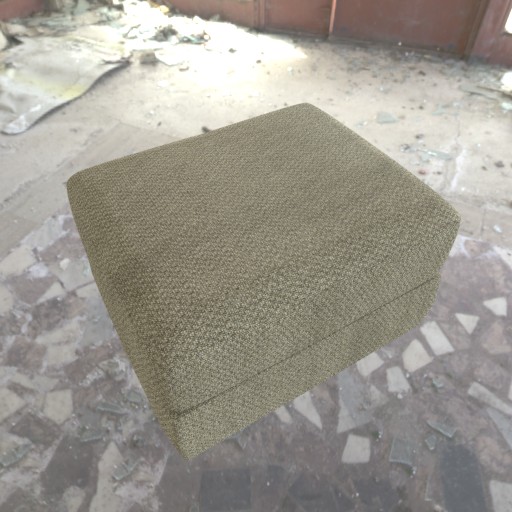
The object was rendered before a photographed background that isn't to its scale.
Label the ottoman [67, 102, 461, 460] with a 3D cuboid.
[{"bbox_3d":[0.000,0.000,1.122,0.751,0.476,0.603,-23,51,-21],"label":"ottoman"}]
